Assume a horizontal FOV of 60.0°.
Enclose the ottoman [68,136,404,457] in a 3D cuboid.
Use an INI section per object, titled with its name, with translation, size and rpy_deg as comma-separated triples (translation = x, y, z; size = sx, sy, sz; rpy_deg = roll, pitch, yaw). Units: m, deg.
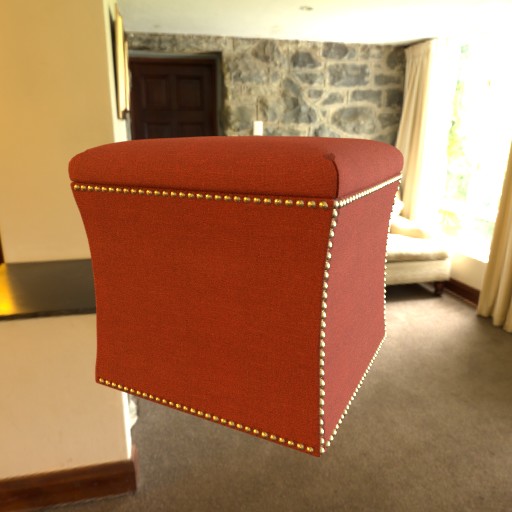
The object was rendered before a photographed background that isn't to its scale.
[ottoman]
translation = 0.000, 0.000, 0.907
size = 0.497, 0.475, 0.507
rpy_deg = 8, 17, 26
